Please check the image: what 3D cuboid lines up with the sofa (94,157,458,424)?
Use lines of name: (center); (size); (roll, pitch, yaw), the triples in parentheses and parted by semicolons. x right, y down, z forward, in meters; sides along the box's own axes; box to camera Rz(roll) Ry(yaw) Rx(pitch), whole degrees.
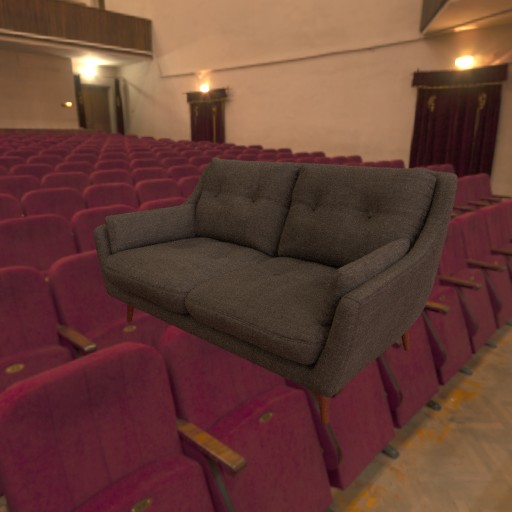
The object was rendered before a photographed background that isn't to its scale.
sofa: (0.000, 0.000, 2.189); (1.646, 0.887, 0.976); (14, 20, 42)
